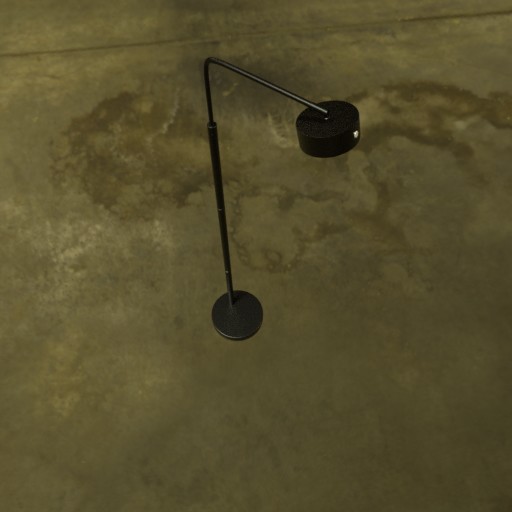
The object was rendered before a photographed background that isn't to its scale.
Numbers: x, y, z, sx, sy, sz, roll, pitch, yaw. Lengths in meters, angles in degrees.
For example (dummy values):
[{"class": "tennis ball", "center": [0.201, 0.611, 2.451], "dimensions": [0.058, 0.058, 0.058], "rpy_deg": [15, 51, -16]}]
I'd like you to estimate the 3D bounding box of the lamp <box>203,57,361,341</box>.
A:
[{"class": "lamp", "center": [0.000, 0.000, 1.357], "dimensions": [0.418, 1.230, 0.219], "rpy_deg": [33, 65, 18]}]
